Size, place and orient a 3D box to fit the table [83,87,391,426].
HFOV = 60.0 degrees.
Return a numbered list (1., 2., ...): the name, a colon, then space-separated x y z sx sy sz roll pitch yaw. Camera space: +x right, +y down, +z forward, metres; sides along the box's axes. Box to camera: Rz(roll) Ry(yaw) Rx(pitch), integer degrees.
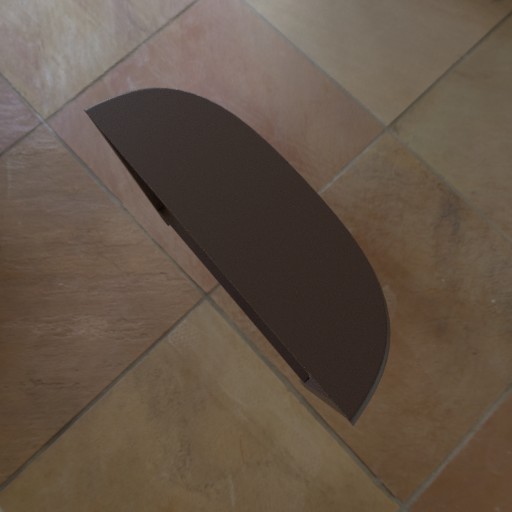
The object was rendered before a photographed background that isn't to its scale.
1. table: 0.000 0.000 1.357 0.274 0.831 0.909 -40 80 -8
